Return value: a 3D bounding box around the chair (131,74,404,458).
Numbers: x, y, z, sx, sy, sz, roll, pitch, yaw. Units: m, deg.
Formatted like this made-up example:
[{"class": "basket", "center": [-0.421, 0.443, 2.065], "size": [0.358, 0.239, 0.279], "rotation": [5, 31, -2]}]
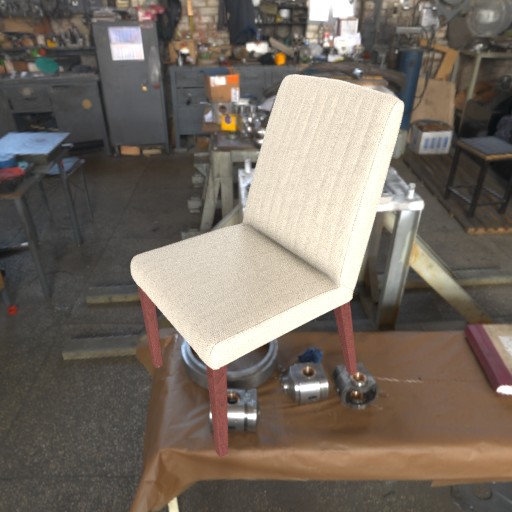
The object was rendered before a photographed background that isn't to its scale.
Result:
[{"class": "chair", "center": [0.000, 0.000, 1.279], "size": [0.594, 0.900, 0.480], "rotation": [-21, 37, -30]}]
